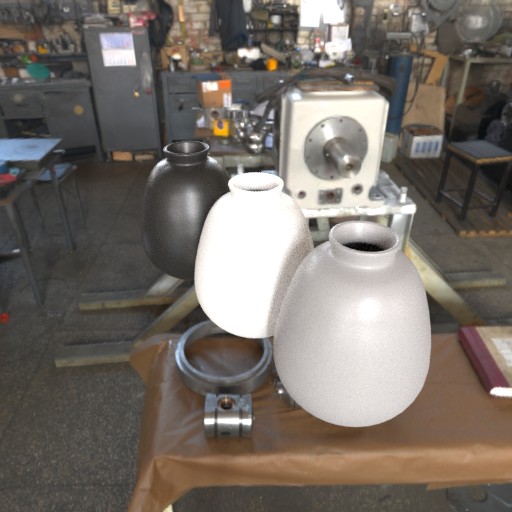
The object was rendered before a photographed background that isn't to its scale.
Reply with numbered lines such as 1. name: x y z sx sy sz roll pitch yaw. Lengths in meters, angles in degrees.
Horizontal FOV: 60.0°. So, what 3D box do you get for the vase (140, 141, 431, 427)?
1. vase: 0.000 0.000 0.344 0.097 0.122 0.297 -21 37 -31
